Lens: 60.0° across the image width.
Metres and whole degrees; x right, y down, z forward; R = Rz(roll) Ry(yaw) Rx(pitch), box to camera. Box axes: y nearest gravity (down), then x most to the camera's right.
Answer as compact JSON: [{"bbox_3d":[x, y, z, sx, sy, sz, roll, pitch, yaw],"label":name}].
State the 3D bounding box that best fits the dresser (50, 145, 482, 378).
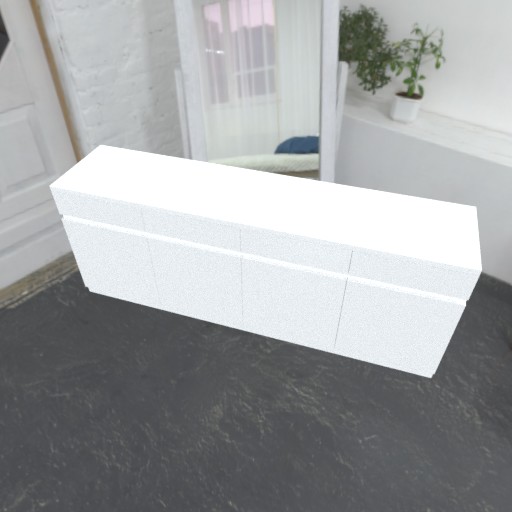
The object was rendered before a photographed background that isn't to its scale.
[{"bbox_3d":[0.000,0.000,2.613,2.200,0.840,0.500,12,43,13],"label":"dresser"}]
